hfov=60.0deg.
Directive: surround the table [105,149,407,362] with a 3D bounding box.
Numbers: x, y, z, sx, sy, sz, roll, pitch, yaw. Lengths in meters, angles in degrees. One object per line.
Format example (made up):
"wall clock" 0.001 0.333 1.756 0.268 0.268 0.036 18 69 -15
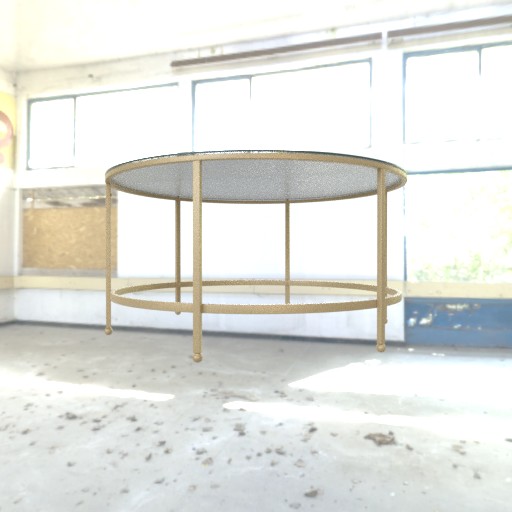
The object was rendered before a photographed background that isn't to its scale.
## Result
"table" 0.000 0.000 1.416 0.914 0.470 0.914 0 0 0
